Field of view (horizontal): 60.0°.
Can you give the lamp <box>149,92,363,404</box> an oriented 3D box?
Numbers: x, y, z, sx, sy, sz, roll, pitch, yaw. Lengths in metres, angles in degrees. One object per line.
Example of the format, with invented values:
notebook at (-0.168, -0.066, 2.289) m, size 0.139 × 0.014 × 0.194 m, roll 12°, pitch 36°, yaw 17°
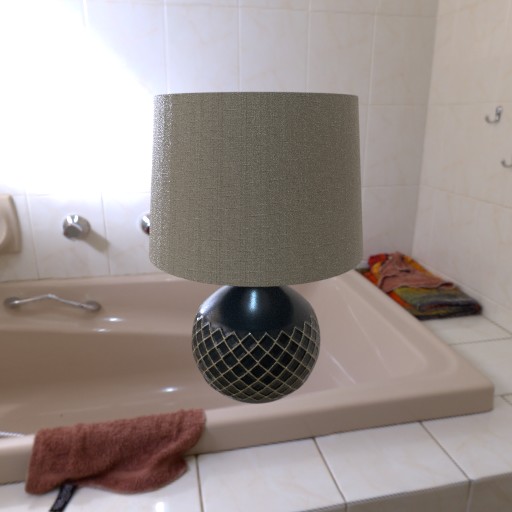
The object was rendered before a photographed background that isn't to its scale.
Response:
lamp at (0.000, 0.000, 0.800) m, size 0.376 × 0.540 × 0.376 m, roll 0°, pitch 17°, yaw 0°
